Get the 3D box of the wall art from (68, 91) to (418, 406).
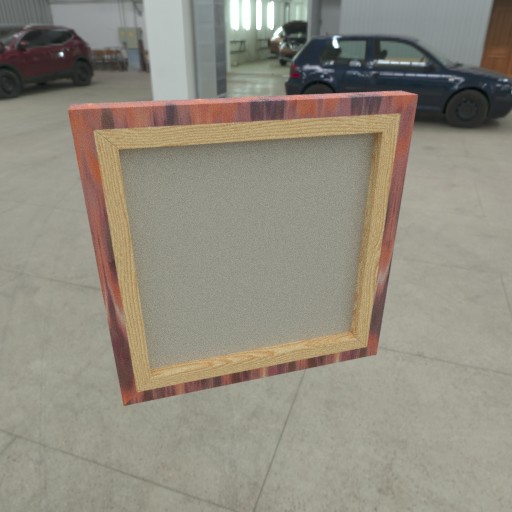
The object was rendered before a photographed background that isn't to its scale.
[{"bbox_3d":[0.000,0.000,0.603,0.403,0.406,0.038,-8,28,-14],"label":"wall art"}]
